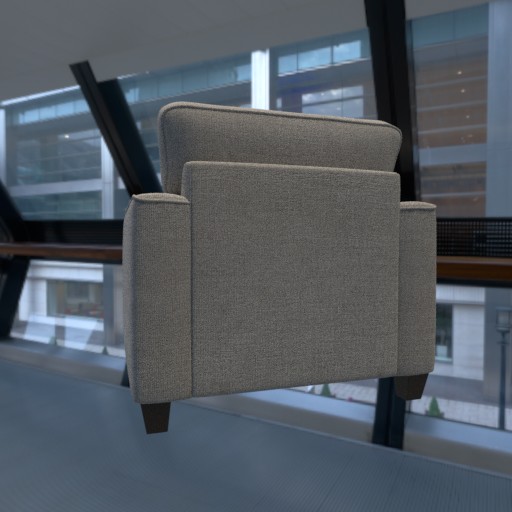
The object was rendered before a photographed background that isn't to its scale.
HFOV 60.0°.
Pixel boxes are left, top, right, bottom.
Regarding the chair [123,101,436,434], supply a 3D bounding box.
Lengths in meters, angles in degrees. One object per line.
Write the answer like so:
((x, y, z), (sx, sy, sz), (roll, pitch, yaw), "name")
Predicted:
((0.000, 0.000, 1.769), (1.015, 0.965, 0.939), (-1, 2, -18), "chair")
